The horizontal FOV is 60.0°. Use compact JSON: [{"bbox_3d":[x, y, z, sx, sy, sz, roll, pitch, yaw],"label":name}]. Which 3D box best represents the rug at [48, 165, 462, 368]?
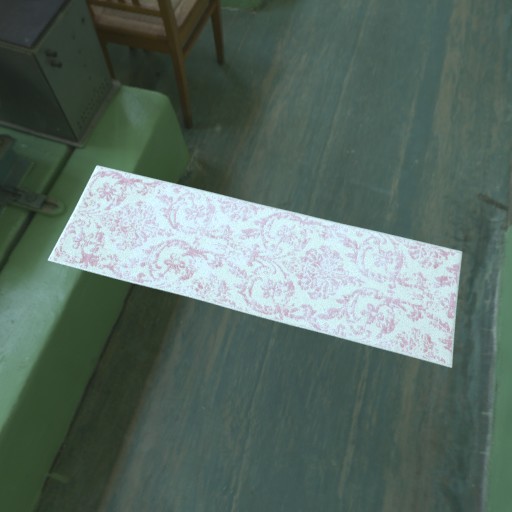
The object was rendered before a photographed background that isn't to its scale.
[{"bbox_3d":[0.000,0.000,2.449,2.196,0.011,0.662,14,66,6],"label":"rug"}]
